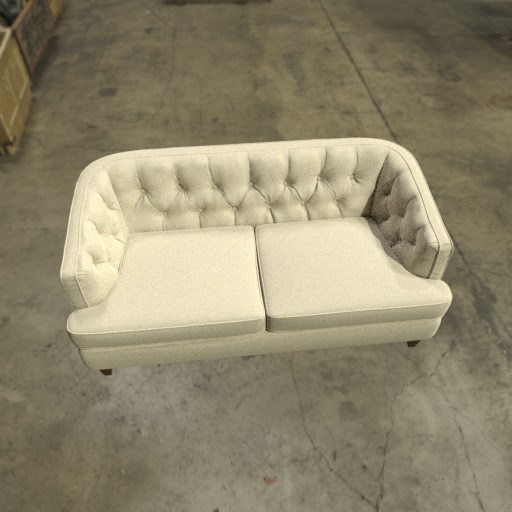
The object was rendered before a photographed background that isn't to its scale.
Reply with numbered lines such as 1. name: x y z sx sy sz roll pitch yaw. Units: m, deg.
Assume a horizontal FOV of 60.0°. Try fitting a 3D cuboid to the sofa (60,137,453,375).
1. sofa: 0.000 0.000 2.298 1.733 0.855 0.941 -4 47 -4
